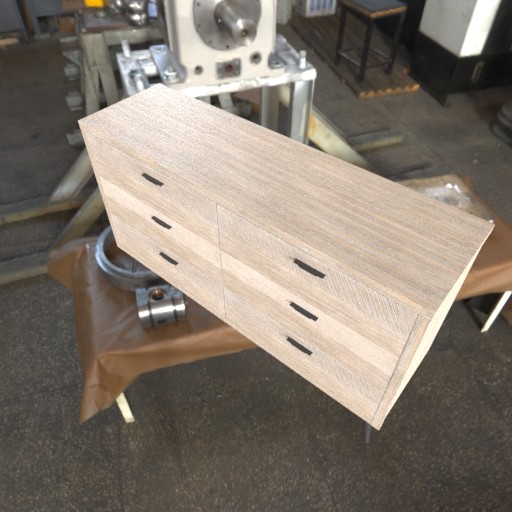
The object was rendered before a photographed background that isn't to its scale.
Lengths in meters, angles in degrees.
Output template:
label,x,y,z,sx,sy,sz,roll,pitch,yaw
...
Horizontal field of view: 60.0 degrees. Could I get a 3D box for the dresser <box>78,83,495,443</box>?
label,x,y,z,sx,sy,sz,roll,pitch,yaw
dresser,0.000,0.000,1.902,1.524,0.914,0.457,31,53,26
